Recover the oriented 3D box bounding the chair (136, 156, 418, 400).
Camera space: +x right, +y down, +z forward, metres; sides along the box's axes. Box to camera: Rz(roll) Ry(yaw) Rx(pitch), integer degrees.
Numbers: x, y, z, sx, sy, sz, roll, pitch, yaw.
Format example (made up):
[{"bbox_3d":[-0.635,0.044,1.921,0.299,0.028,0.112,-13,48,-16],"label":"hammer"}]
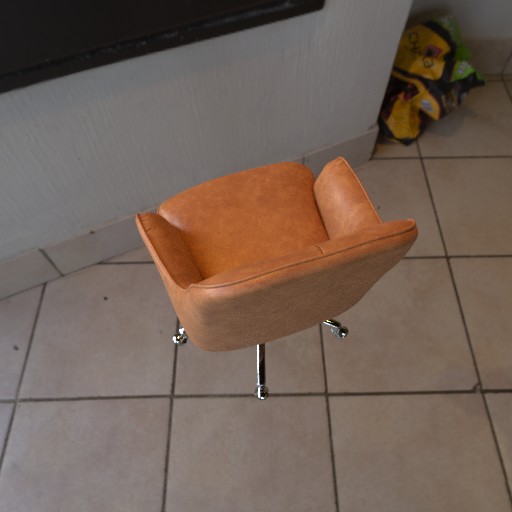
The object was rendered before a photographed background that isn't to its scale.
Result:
[{"bbox_3d":[0.000,0.000,1.268,0.628,0.909,0.615,-17,61,-10],"label":"chair"}]
